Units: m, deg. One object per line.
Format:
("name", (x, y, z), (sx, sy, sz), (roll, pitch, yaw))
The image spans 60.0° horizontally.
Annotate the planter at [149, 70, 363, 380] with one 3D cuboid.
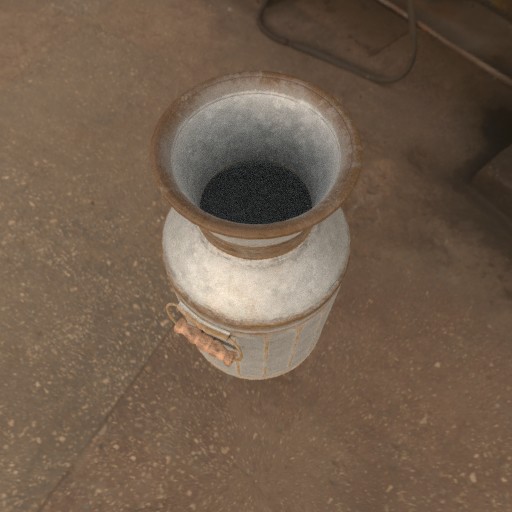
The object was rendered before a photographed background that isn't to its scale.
("planter", (0.000, 0.000, 0.530), (0.214, 0.396, 0.245), (30, 67, 14))
